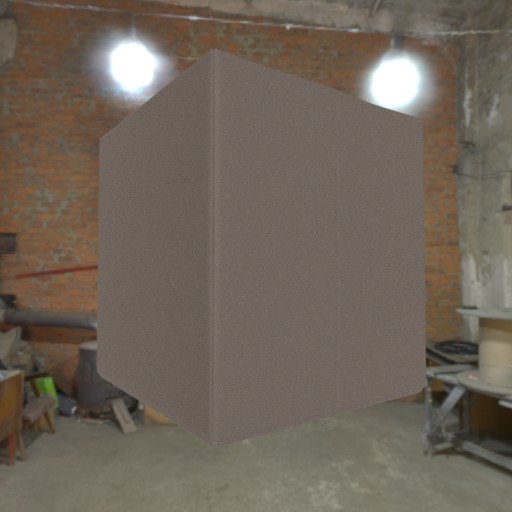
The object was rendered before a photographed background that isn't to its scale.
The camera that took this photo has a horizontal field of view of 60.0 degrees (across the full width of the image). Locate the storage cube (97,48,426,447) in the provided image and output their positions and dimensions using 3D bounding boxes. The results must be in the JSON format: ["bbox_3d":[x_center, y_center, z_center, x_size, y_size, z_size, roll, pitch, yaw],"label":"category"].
[{"bbox_3d":[0.000,0.000,0.490,0.270,0.280,0.270,1,-2,-36],"label":"storage cube"}]
